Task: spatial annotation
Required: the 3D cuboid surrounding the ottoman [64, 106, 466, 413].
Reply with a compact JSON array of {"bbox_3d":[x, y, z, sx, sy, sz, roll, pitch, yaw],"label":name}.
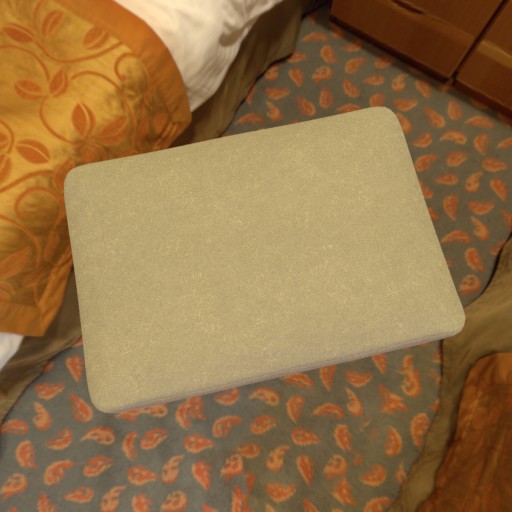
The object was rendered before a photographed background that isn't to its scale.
[{"bbox_3d":[0.000,0.000,1.561,1.199,0.429,0.840,-12,76,-3],"label":"ottoman"}]
